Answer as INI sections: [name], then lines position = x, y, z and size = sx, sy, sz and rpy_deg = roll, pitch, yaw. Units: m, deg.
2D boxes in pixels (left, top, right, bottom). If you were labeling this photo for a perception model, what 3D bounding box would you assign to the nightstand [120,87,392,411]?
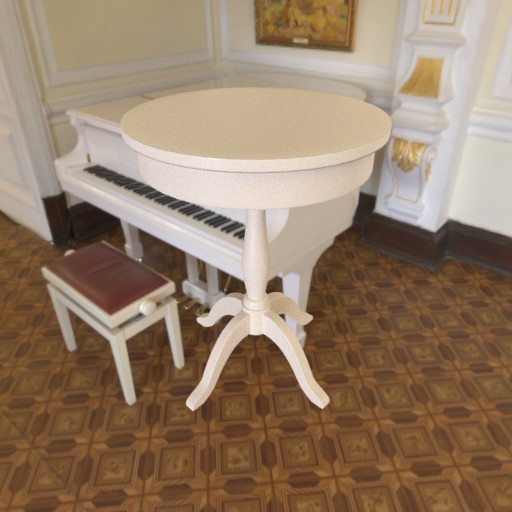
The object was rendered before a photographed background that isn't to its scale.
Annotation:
[nightstand]
position = 0.000, 0.000, 1.036
size = 0.513, 0.653, 0.513
rpy_deg = -22, 38, -31
